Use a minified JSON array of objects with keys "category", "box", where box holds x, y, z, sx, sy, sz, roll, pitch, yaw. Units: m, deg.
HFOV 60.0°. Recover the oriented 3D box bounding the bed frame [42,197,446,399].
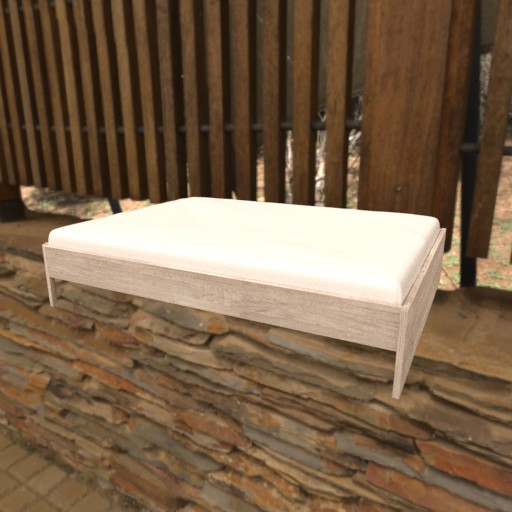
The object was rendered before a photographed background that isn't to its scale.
[{"category":"bed frame","box":[0.000,0.000,2.637,1.950,0.462,1.490,8,18,26]}]
